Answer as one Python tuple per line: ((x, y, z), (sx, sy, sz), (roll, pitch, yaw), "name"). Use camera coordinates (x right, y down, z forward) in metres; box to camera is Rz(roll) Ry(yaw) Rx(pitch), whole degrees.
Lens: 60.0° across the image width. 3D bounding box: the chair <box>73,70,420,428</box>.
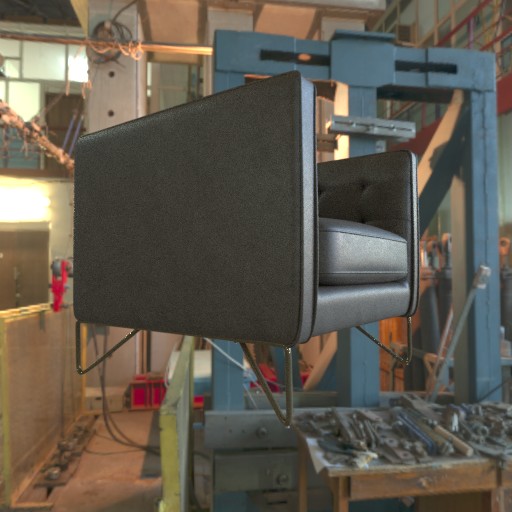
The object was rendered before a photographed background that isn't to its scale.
((0.000, 0.000, 1.539), (0.894, 0.790, 0.880), (-1, -3, 36), "chair")
